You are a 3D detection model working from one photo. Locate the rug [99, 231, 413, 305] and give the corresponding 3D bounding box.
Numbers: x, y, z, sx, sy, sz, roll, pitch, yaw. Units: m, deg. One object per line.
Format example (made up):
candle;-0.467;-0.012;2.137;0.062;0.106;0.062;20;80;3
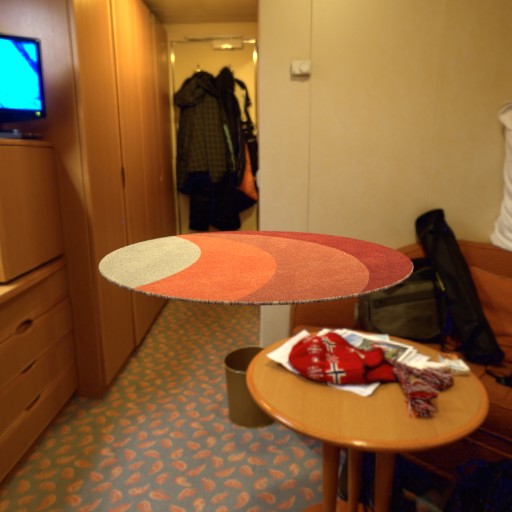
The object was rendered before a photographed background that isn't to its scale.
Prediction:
rug;0.000;0.000;2.256;1.514;0.015;1.514;0;13;0
